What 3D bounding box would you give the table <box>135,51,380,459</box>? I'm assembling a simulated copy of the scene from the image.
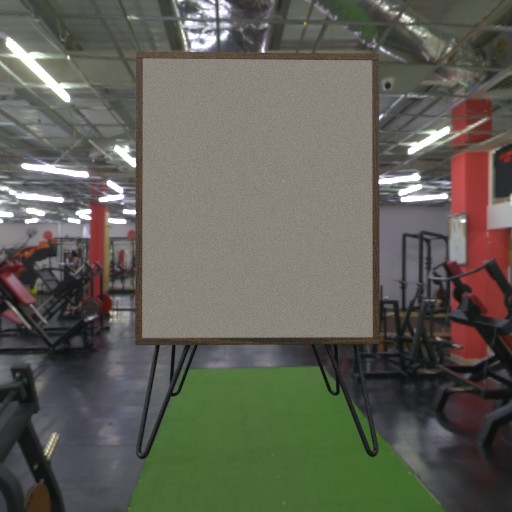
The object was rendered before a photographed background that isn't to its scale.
[{"bbox_3d":[0.000,0.000,1.167,0.526,0.866,0.457,0,0,-1],"label":"table"}]
